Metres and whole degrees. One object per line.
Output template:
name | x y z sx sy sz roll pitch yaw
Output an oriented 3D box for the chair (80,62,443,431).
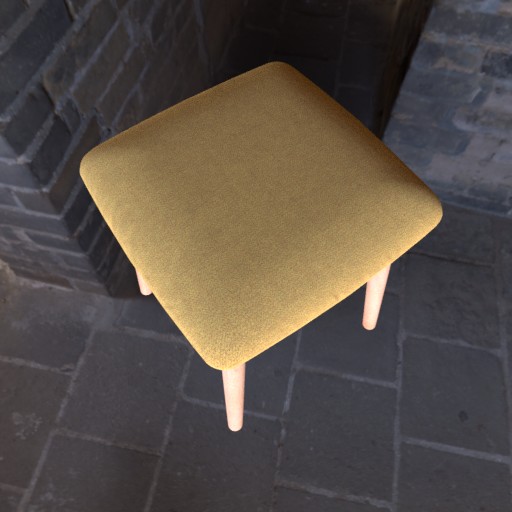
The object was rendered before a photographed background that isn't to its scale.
chair | 0.000 0.000 0.703 0.350 0.440 0.350 -32 66 -16
